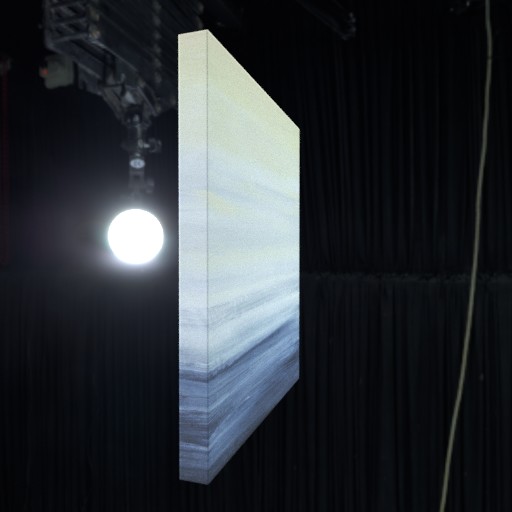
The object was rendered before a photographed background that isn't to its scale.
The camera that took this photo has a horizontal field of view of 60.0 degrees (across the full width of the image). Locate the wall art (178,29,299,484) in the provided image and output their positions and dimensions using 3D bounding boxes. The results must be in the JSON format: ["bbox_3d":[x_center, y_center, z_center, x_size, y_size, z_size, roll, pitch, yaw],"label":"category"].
[{"bbox_3d":[0.000,0.000,0.709,0.037,0.511,0.435,0,1,19],"label":"wall art"}]
